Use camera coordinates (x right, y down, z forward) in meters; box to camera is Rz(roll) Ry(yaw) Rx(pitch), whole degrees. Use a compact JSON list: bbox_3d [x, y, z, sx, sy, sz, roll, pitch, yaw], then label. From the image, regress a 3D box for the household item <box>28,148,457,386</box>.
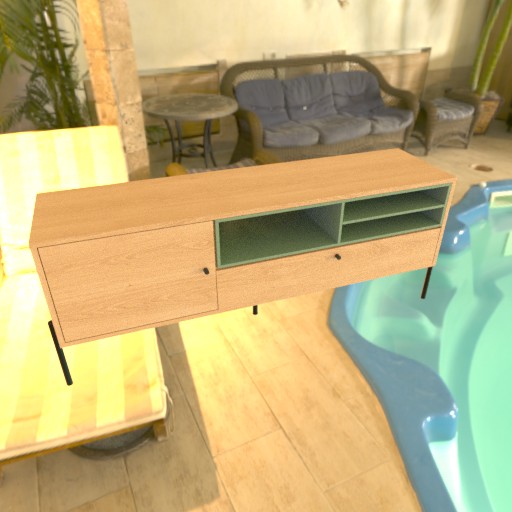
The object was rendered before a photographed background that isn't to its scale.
[{"bbox_3d":[0.000,0.000,1.778,1.550,0.600,0.400,-11,33,-17],"label":"household item"}]
